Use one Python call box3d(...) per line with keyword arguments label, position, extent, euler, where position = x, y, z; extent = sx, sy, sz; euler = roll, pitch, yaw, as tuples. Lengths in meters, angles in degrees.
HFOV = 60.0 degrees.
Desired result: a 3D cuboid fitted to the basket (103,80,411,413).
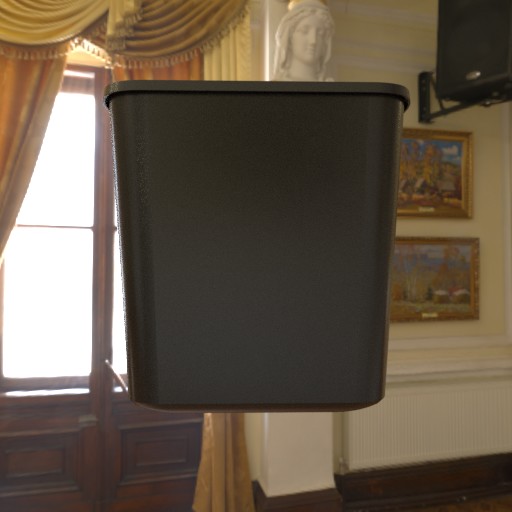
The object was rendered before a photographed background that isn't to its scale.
box3d(label="basket", position=(0.000, 0.000, 0.497), extent=(0.300, 0.307, 0.211), euler=(0, -2, -1))
